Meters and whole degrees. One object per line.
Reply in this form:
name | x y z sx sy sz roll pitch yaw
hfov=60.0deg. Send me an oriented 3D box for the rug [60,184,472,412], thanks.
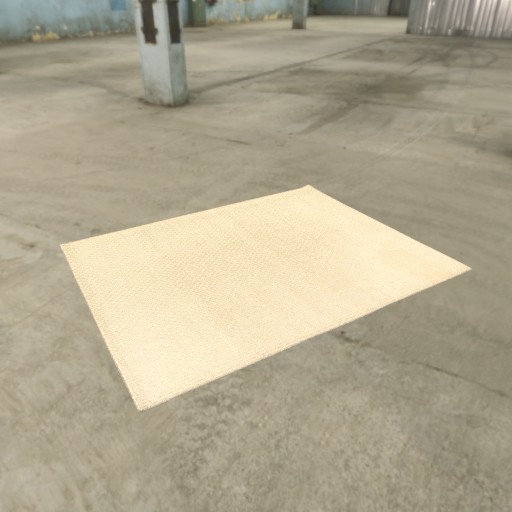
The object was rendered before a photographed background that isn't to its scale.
rug | 0.000 0.000 3.926 2.897 0.035 2.277 -17 34 -27
